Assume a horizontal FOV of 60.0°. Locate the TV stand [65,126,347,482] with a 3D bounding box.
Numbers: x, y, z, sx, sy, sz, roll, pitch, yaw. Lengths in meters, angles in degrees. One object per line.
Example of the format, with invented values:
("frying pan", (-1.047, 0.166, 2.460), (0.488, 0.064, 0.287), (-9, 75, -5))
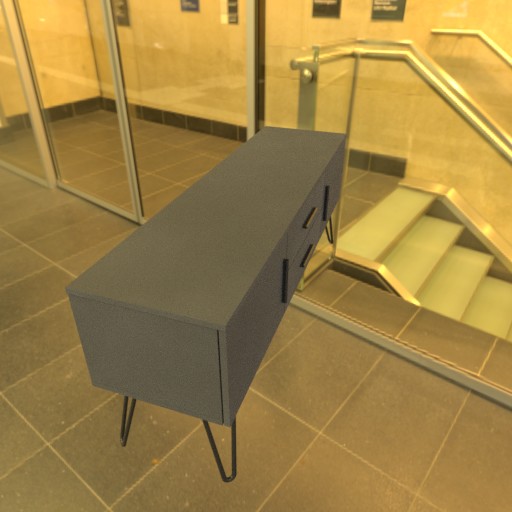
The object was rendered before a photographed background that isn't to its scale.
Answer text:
("TV stand", (0.000, 0.000, 1.631), (0.400, 0.560, 1.400), (10, 33, 17))
